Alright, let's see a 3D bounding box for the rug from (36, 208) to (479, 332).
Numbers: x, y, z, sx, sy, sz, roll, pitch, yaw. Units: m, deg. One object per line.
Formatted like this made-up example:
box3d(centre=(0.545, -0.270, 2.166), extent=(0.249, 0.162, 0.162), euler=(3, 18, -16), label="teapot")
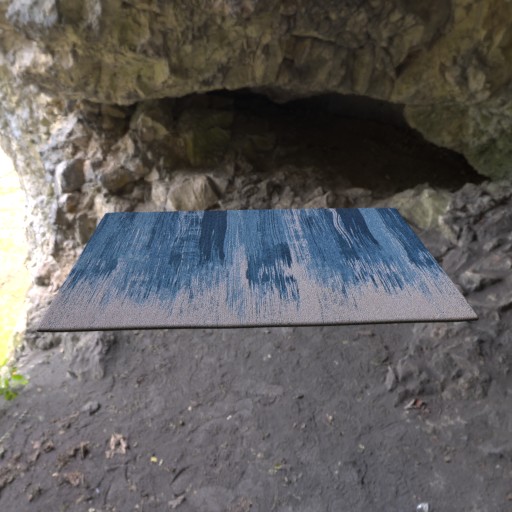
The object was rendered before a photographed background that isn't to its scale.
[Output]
box3d(centre=(0.000, 0.000, 3.073), extent=(2.450, 0.027, 1.540), euler=(-1, 30, -2), label="rug")
